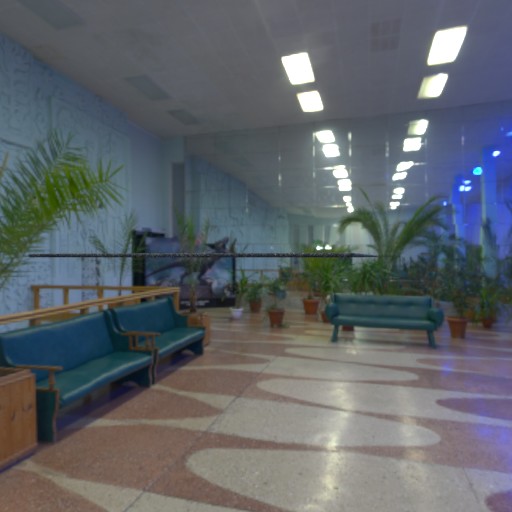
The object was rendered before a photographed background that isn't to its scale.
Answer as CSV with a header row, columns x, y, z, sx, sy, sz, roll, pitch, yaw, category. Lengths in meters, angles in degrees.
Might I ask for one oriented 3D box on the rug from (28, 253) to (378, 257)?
x,y,z,sx,sy,sz,roll,pitch,yaw,category
0.000,0.000,2.935,1.478,0.017,2.330,0,0,17,rug
